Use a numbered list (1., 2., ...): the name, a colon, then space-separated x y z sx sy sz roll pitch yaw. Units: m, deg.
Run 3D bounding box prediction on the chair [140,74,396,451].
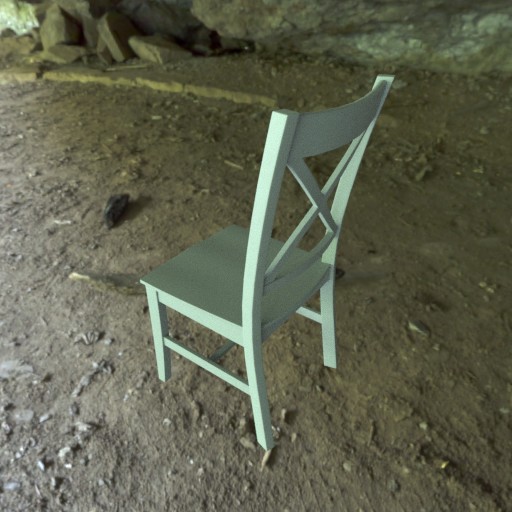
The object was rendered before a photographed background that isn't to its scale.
1. chair: 0.000 0.000 1.304 0.542 0.983 0.485 21 37 30
